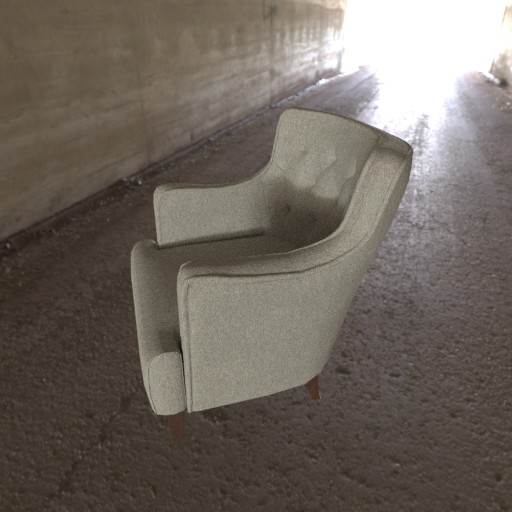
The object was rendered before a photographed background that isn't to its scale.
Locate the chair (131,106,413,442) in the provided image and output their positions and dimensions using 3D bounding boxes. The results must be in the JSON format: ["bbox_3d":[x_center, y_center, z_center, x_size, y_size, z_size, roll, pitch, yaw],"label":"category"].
[{"bbox_3d":[0.000,0.000,1.612,0.910,0.920,0.820,-8,30,-15],"label":"chair"}]
